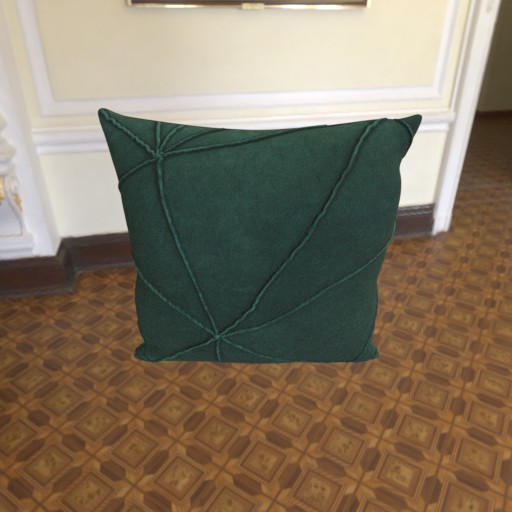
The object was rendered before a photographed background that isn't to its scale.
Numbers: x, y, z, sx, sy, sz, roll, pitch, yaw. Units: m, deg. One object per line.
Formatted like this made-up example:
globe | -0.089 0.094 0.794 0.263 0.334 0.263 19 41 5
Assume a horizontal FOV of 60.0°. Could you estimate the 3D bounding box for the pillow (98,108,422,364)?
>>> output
pillow | 0.000 0.000 0.685 0.439 0.440 0.184 0 29 1
